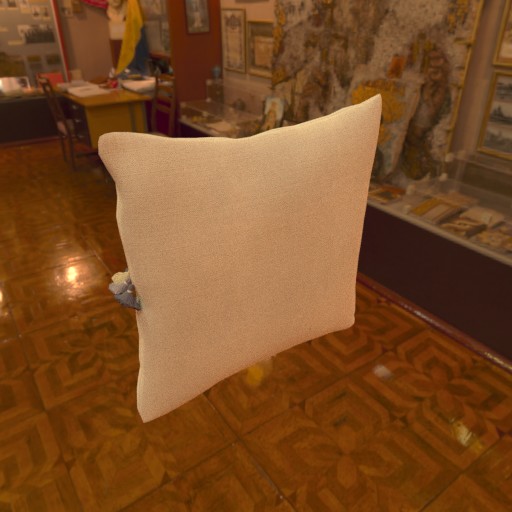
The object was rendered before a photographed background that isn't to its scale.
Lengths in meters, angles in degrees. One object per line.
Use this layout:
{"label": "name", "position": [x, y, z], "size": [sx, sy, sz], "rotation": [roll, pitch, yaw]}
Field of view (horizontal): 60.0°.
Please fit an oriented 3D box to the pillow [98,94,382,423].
{"label": "pillow", "position": [0.000, 0.000, 0.747], "size": [0.489, 0.481, 0.165], "rotation": [-18, 35, -28]}
